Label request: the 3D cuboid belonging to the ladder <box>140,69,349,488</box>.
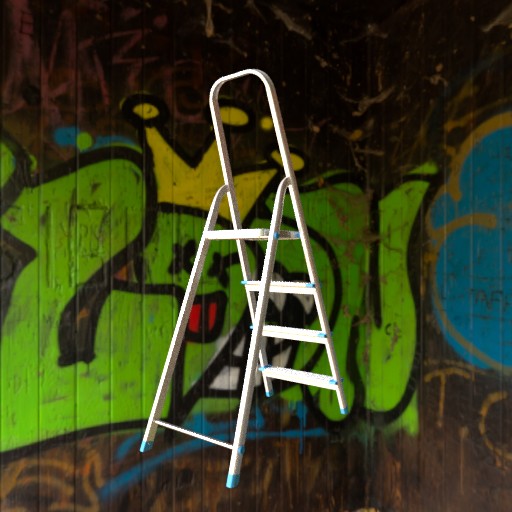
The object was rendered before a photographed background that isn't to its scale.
[{"bbox_3d":[0.000,0.000,1.835,0.445,1.434,0.842,0,0,37],"label":"ladder"}]
